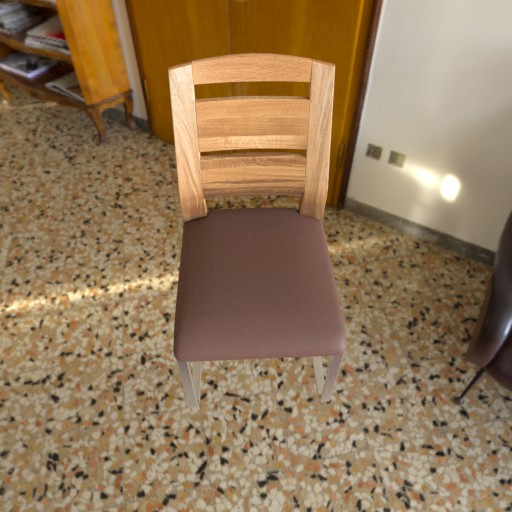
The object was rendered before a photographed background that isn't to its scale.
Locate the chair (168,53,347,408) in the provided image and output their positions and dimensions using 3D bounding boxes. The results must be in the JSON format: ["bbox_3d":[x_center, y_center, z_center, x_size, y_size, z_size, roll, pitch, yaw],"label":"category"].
[{"bbox_3d":[0.000,0.000,1.298,0.460,0.970,0.570,-2,47,-2],"label":"chair"}]
